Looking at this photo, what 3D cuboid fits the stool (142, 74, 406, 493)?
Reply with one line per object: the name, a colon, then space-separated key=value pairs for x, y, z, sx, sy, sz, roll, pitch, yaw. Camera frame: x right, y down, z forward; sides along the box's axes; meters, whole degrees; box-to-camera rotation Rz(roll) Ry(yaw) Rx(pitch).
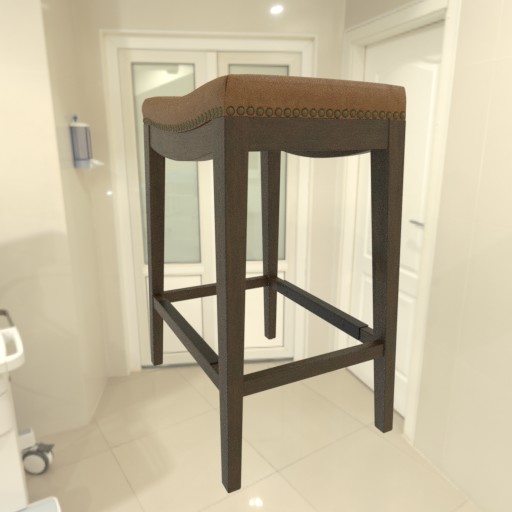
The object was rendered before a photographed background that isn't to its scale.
stool: x=0.000 y=0.000 z=0.940 sx=0.361 sy=0.660 sz=0.500 roll=-8 pitch=17 yaw=-26
